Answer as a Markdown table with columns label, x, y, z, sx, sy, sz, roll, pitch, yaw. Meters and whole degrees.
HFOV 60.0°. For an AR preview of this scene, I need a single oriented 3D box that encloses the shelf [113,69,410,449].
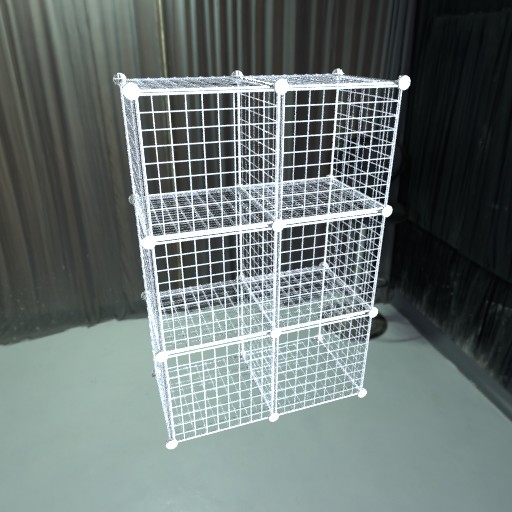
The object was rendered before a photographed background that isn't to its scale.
| label | x | y | z | sx | sy | sz | roll | pitch | yaw |
| --- | --- | --- | --- | --- | --- | --- | --- | --- | --- |
| shelf | 0.000 | 0.000 | 1.404 | 0.711 | 1.067 | 0.356 | -9 | 27 | -17 |
